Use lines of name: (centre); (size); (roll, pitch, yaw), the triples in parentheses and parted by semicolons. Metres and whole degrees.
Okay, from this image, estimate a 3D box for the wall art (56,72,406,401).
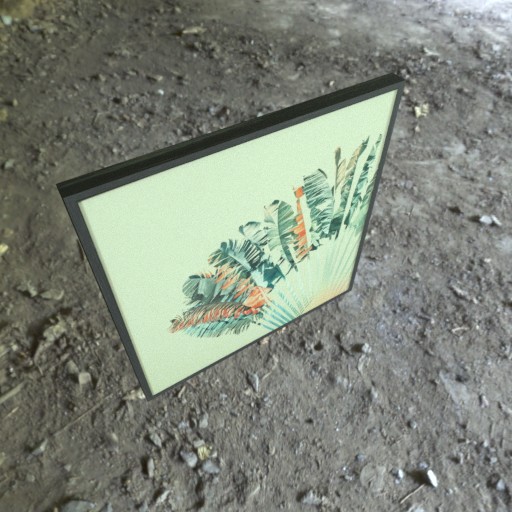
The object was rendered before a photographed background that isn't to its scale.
wall art: (0.000, 0.000, 1.143); (0.762, 0.758, 0.043); (-25, 52, -21)
